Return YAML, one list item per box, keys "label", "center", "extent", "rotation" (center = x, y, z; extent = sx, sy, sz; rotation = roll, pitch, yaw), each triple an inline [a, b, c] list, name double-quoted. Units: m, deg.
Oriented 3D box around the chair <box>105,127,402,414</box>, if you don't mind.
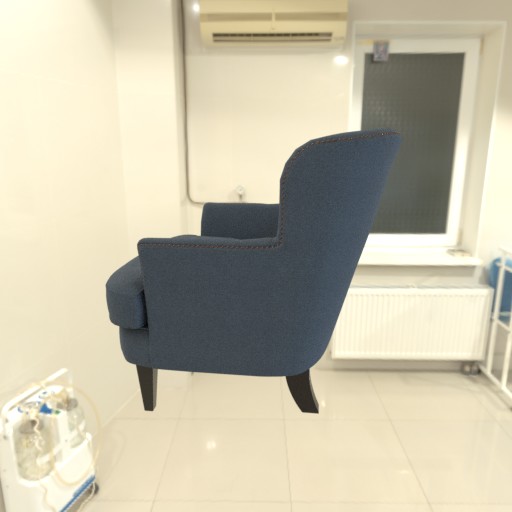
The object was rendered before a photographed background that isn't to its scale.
- label: "chair"
  center: [0.000, 0.000, 1.561]
  extent: [0.906, 0.868, 0.848]
  rotation: [2, 14, 7]
